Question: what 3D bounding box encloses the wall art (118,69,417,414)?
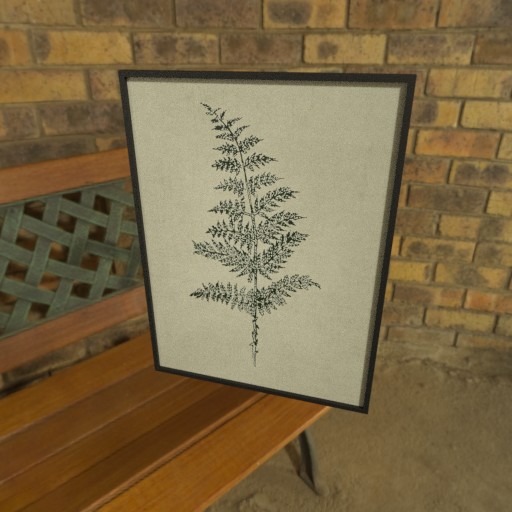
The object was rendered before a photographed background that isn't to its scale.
[{"bbox_3d":[0.000,0.000,1.393,0.802,1.070,0.036,7,26,15],"label":"wall art"}]
